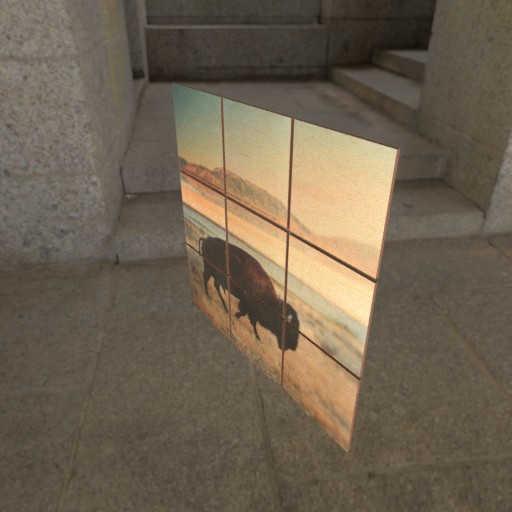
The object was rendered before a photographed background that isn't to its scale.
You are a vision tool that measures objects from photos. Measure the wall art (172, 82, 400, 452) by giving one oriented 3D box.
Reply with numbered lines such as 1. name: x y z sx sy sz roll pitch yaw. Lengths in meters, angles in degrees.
1. wall art: 0.000 0.000 1.864 0.019 1.218 1.221 -21 37 -31
